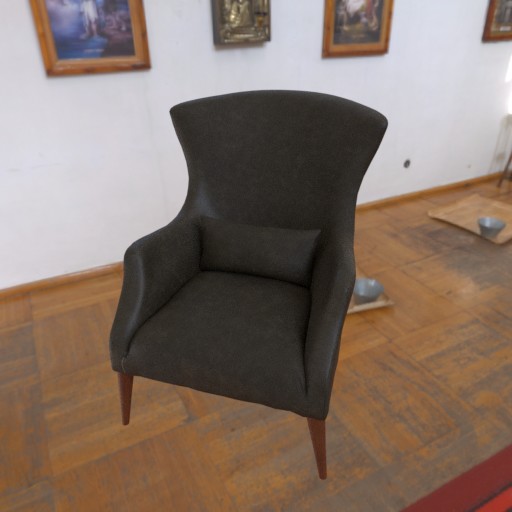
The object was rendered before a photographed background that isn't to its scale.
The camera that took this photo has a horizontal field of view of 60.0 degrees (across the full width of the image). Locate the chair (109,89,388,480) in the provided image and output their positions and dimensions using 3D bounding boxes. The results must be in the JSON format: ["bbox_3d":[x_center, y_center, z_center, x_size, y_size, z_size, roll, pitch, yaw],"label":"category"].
[{"bbox_3d":[0.000,0.000,1.668,0.819,1.068,0.954,8,29,15],"label":"chair"}]
